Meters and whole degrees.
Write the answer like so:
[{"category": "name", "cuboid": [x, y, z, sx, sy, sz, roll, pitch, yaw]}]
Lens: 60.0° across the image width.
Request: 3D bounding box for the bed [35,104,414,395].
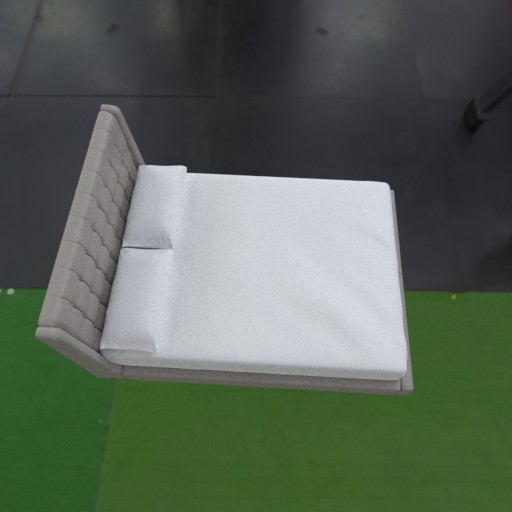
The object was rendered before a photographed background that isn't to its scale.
[{"category": "bed", "cuboid": [0.000, 0.000, 3.150, 2.232, 1.147, 1.656, 3, 63, 1]}]
